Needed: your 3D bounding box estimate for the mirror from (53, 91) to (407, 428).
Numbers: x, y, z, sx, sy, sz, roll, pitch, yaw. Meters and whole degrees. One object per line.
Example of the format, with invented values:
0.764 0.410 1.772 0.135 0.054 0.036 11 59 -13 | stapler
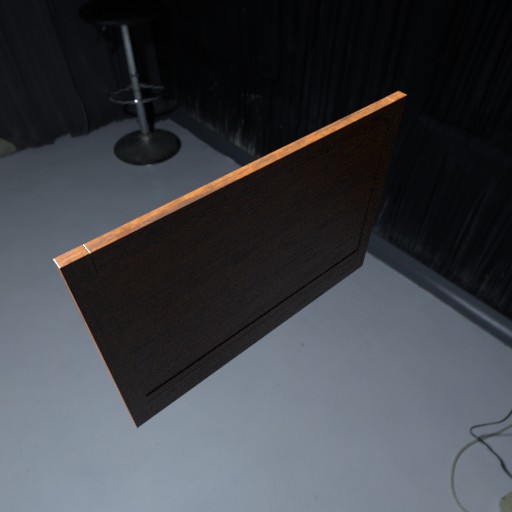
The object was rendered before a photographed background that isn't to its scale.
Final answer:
0.000 0.000 0.980 0.758 0.537 0.084 -31 54 -26 | mirror
